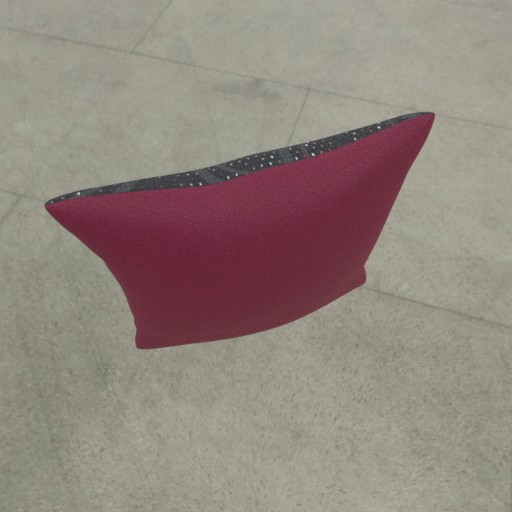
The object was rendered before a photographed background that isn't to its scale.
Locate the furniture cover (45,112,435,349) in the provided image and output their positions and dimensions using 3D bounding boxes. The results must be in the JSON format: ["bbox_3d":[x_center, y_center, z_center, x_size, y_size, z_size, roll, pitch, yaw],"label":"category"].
[{"bbox_3d":[0.000,0.000,0.806,0.552,0.509,0.193,-15,59,-9],"label":"furniture cover"}]
